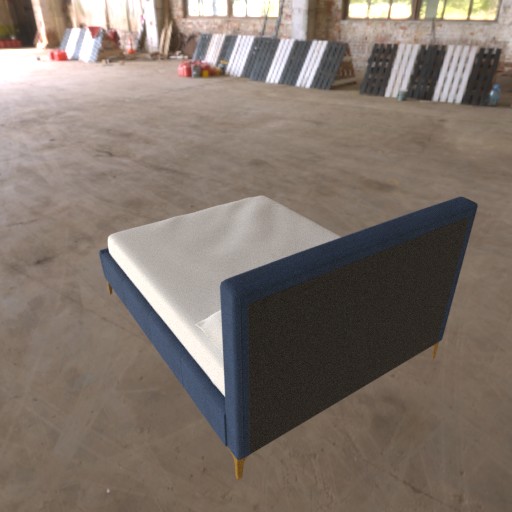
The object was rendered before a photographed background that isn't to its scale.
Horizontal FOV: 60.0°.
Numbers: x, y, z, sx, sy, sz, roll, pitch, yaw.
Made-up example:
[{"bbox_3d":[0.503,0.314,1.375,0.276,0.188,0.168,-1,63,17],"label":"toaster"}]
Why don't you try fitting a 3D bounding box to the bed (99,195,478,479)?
[{"bbox_3d":[0.000,0.000,3.258,1.723,1.231,2.172,-19,34,-29],"label":"bed"}]
